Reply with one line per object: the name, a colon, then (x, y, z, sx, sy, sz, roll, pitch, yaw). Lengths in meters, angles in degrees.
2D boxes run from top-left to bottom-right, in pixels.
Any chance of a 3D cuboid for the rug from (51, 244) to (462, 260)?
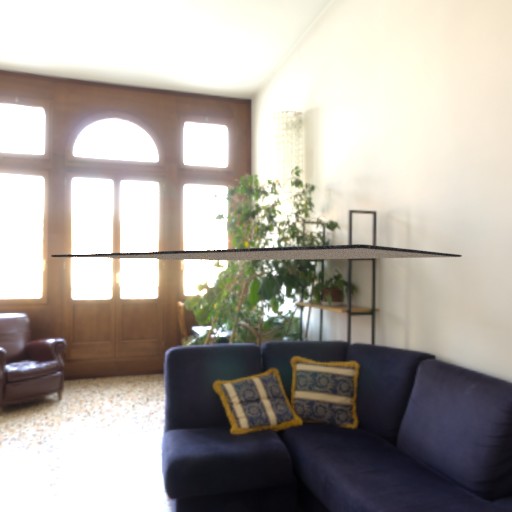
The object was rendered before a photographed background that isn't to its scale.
rug: (0.000, 0.000, 4.294, 3.245, 0.024, 2.385, -1, -2, 37)
